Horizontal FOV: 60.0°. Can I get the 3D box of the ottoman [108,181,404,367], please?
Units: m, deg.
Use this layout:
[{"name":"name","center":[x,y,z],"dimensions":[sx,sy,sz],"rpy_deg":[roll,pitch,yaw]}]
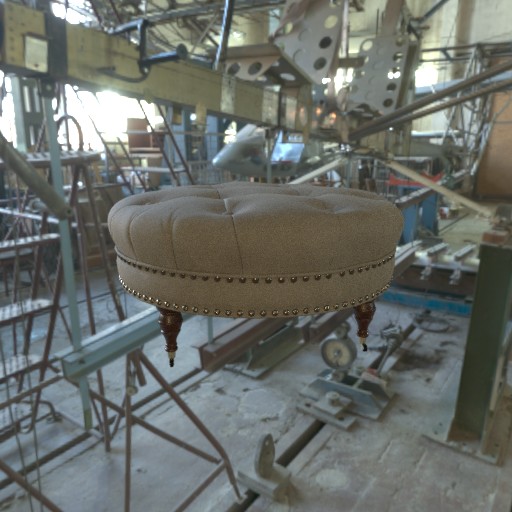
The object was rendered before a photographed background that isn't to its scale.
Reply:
[{"name":"ottoman","center":[0.000,0.000,1.426],"dimensions":[0.901,0.439,0.901],"rpy_deg":[0,14,0]}]
